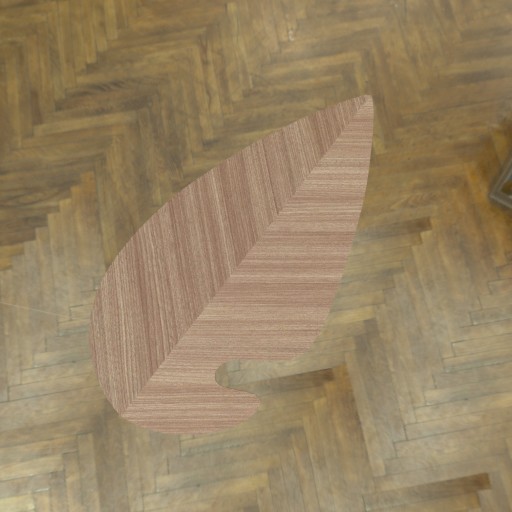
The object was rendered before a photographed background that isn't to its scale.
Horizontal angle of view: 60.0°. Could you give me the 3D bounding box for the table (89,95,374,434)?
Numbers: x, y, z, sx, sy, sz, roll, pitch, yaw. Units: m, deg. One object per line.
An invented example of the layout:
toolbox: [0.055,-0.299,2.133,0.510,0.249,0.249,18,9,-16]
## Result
table: [0.000,0.000,1.467,0.598,0.360,1.199,36,80,8]
